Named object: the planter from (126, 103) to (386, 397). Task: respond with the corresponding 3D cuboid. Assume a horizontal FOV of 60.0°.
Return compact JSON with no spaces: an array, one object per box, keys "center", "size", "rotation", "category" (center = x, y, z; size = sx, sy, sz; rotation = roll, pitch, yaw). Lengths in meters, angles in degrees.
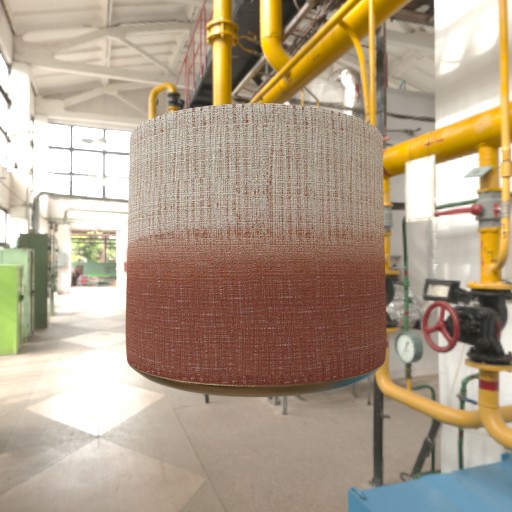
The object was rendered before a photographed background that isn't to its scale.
[{"center":[0.000,0.000,0.316],"size":[0.178,0.157,0.178],"rotation":[0,-1,0],"category":"planter"}]
